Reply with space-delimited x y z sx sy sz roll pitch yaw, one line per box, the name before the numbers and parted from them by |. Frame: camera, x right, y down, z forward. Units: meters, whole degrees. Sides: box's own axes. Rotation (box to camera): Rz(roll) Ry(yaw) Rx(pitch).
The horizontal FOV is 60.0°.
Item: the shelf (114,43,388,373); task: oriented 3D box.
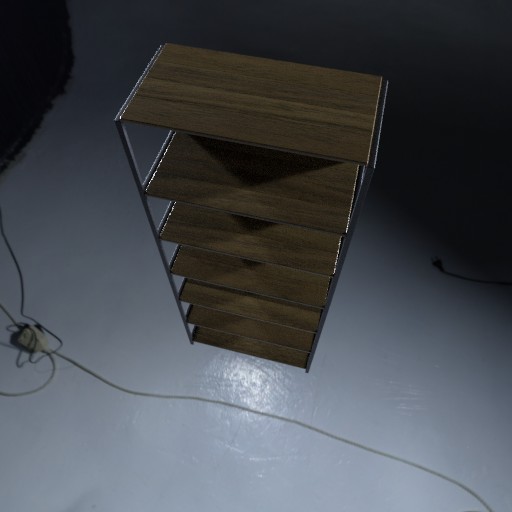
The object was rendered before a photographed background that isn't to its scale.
shelf | 0.000 0.000 2.343 0.847 2.015 0.431 12 59 8
